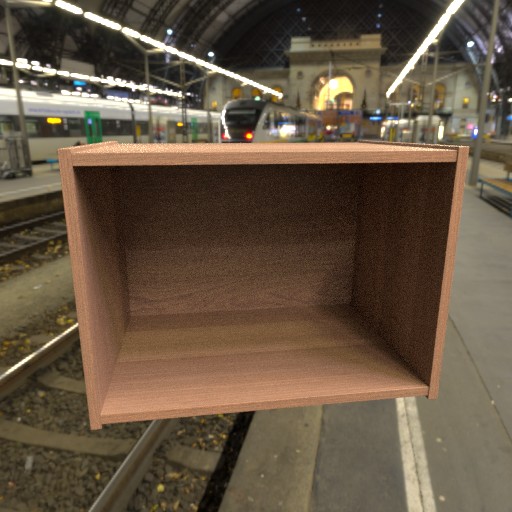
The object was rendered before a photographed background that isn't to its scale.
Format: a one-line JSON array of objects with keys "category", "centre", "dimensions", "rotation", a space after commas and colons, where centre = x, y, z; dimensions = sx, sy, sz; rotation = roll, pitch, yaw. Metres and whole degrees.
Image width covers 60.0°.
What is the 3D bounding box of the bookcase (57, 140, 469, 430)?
[{"category": "bookcase", "centre": [0.000, 0.000, 0.620], "dimensions": [0.415, 0.305, 0.290], "rotation": [-2, 16, -8]}]
